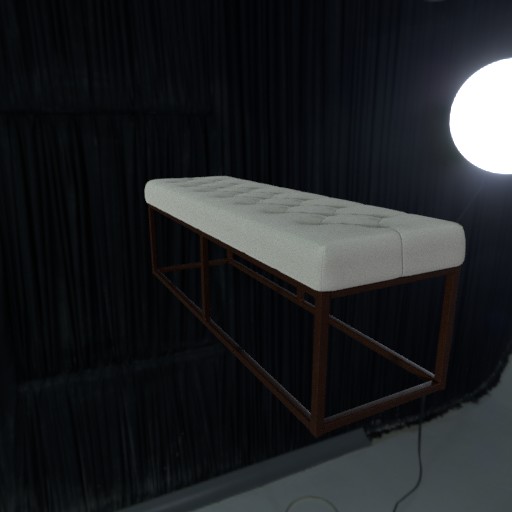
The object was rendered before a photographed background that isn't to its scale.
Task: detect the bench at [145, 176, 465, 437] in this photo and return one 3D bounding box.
[{"bbox_3d":[0.000,0.000,1.721,0.479,0.488,1.488,-8,17,-27],"label":"bench"}]
